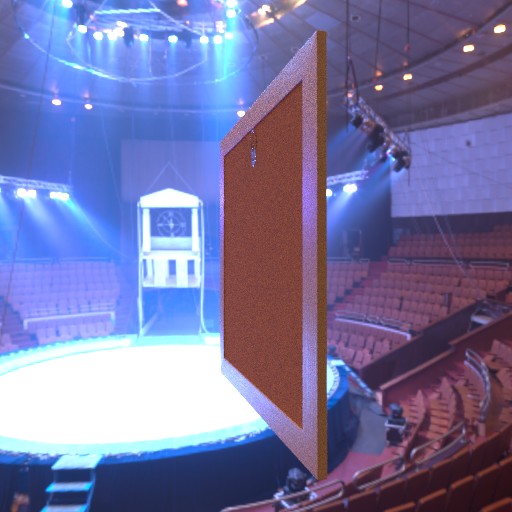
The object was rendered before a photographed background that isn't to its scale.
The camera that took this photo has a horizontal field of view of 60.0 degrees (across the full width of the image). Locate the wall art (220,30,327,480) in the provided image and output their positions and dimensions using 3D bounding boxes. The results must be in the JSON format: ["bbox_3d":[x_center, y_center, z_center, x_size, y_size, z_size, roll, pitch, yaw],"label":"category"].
[{"bbox_3d":[0.000,0.000,0.842,0.015,0.577,0.572,0,-1,-17],"label":"wall art"}]
